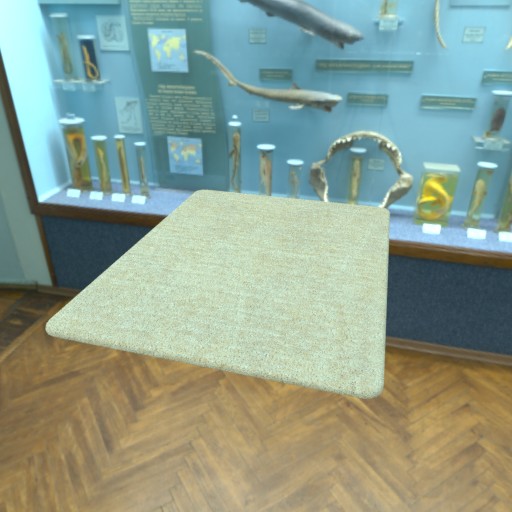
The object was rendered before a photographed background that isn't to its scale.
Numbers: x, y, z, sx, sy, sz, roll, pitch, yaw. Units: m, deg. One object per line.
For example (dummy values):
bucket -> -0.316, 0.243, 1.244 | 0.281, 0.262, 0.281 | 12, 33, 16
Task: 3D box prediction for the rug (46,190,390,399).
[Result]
rug -> 0.000, 0.000, 3.492 | 2.009, 0.048, 2.528 | 8, 29, 14
